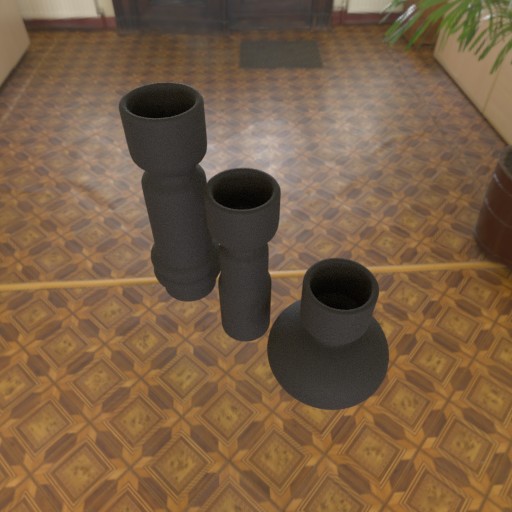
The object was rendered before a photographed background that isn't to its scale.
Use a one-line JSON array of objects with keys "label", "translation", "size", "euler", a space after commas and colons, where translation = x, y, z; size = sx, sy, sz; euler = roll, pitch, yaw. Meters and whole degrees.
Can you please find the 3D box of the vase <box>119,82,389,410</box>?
[{"label": "vase", "translation": [0.000, 0.000, 0.433], "size": [0.307, 0.249, 0.120], "euler": [32, 54, 27]}]
